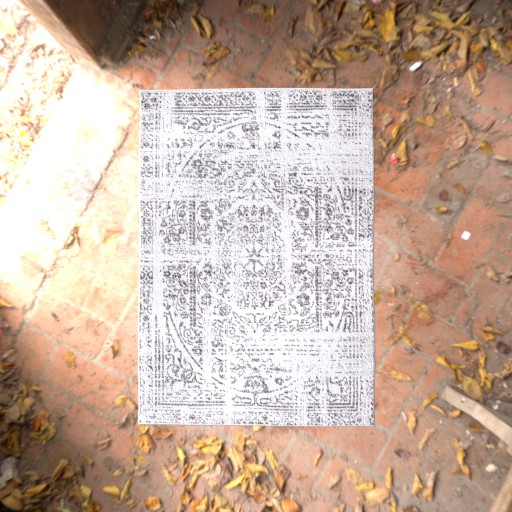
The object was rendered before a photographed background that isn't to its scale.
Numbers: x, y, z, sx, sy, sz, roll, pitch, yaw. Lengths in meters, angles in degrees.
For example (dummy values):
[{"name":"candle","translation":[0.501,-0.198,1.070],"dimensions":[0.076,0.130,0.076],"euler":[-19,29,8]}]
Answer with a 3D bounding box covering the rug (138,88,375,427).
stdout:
[{"name":"rug","translation":[0.000,0.000,3.192],"dimensions":[1.706,0.026,2.438],"euler":[0,89,1]}]
